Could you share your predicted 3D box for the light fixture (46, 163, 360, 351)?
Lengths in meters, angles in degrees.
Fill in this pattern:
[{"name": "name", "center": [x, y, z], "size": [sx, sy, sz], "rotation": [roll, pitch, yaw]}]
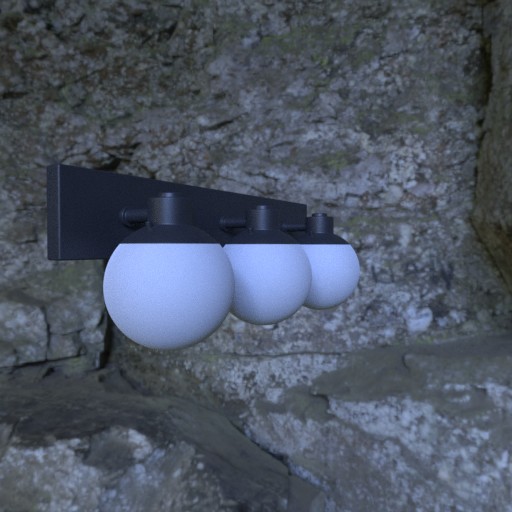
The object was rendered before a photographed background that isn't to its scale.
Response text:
[{"name": "light fixture", "center": [0.000, 0.000, 0.857], "size": [0.218, 0.263, 0.721], "rotation": [1, 2, 34]}]
